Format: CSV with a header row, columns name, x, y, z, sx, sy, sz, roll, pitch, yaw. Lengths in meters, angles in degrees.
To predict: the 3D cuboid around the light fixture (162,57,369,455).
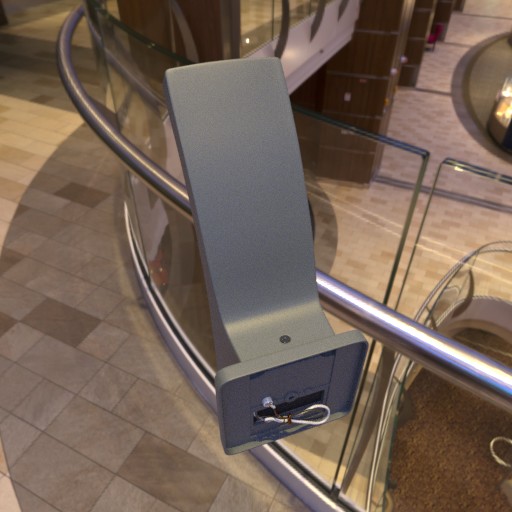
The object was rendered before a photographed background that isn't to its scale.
name,x,y,z,sx,sy,sz,roll,pitch,yaw
light fixture,0.000,0.000,0.332,0.108,0.243,0.174,-13,42,-15
